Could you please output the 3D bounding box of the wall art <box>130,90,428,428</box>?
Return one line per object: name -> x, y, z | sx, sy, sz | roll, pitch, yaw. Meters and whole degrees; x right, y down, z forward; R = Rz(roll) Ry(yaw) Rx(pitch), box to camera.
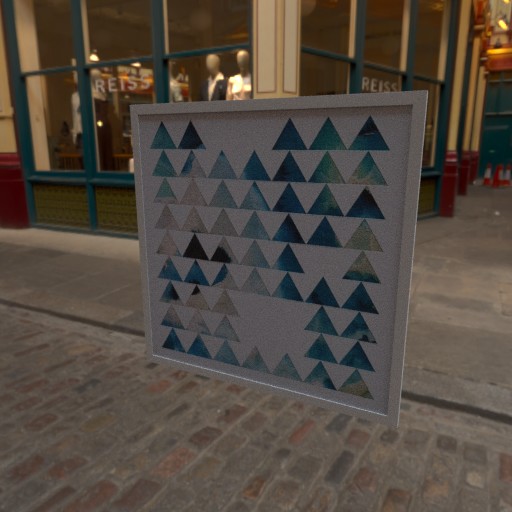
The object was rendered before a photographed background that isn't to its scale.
wall art -> 0.000, 0.000, 0.681 | 0.456, 0.456, 0.007 | 7, 16, 26
